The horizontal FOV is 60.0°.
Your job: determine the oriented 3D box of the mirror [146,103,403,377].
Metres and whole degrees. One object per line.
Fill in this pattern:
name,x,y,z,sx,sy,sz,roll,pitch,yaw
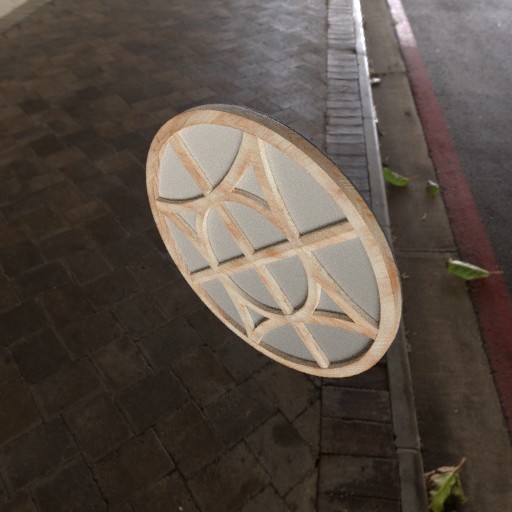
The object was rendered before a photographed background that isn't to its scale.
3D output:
mirror,0.000,0.000,1.040,0.710,0.710,0.038,30,52,26
